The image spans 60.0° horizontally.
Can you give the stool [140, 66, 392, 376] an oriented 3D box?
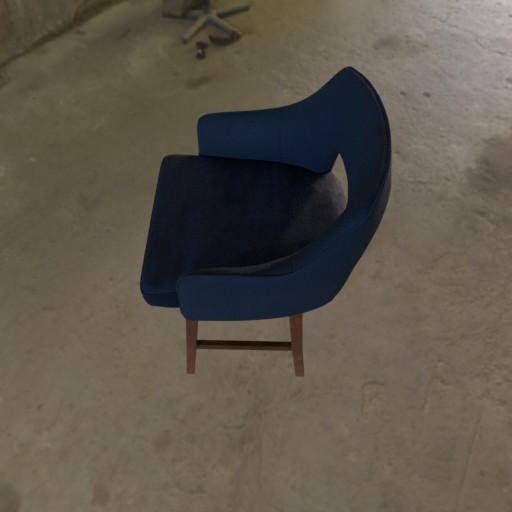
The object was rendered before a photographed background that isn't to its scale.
[{"bbox_3d":[0.000,0.000,1.337,0.560,1.041,0.550,1,59,1],"label":"stool"}]
